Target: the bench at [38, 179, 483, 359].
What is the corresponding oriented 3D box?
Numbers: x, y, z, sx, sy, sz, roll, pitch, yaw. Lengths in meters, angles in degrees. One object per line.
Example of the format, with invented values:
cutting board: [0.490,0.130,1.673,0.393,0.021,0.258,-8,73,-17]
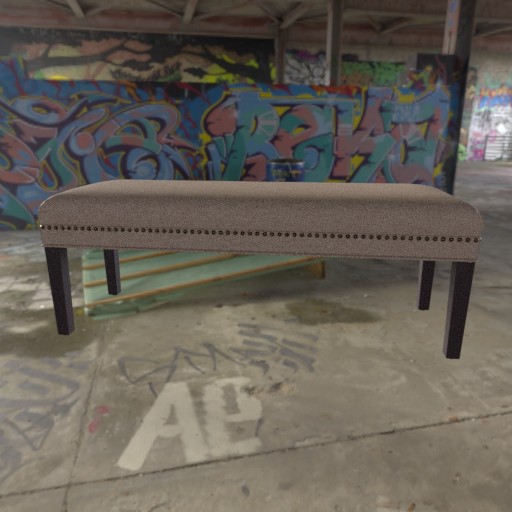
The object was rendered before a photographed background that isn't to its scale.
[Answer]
bench: [0.000,0.000,1.433,1.219,0.457,0.410,2,16,7]
